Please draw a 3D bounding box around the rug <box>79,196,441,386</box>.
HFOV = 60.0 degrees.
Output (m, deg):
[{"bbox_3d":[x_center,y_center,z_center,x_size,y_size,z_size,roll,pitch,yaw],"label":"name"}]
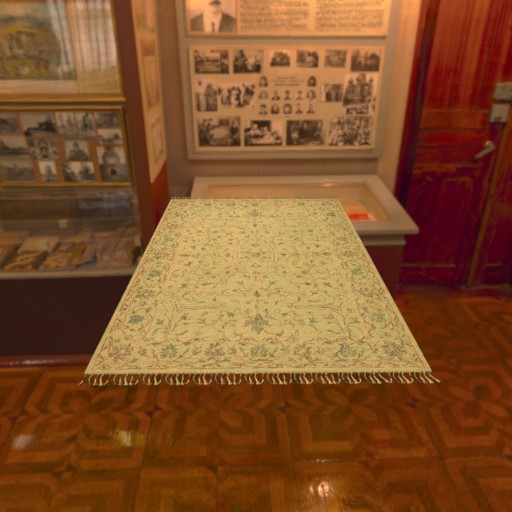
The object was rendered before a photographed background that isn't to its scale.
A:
[{"bbox_3d":[0.000,0.000,2.948,1.544,0.010,2.435,0,26,0],"label":"rug"}]
